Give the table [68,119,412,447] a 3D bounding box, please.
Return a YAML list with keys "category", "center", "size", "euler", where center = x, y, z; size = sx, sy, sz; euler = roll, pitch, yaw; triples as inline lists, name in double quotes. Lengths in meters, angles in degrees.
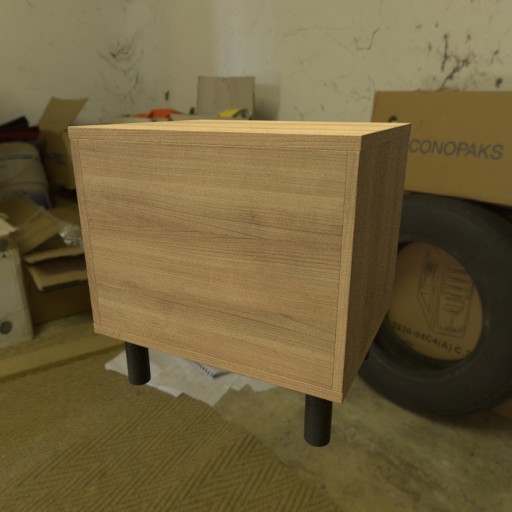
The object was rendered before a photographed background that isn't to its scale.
- category: "table"
  center: [0.000, 0.000, 0.809]
  size: [0.445, 0.460, 0.380]
  euler: [9, 21, 25]
